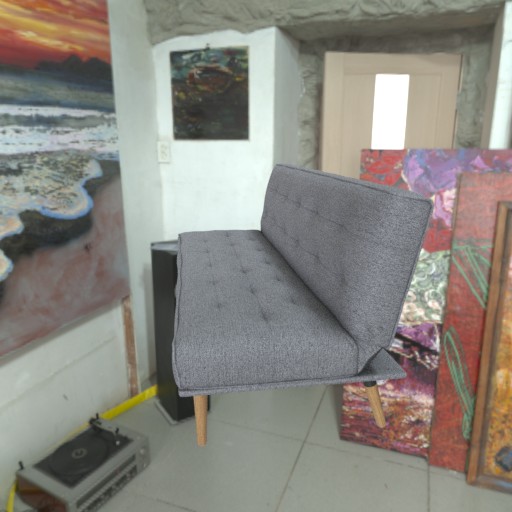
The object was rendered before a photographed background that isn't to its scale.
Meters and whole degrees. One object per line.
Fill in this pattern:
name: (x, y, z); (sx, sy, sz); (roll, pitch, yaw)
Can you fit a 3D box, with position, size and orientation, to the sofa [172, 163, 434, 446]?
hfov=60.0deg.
sofa: (0.000, 0.000, 2.229); (0.810, 0.830, 1.820); (-2, 15, -9)
